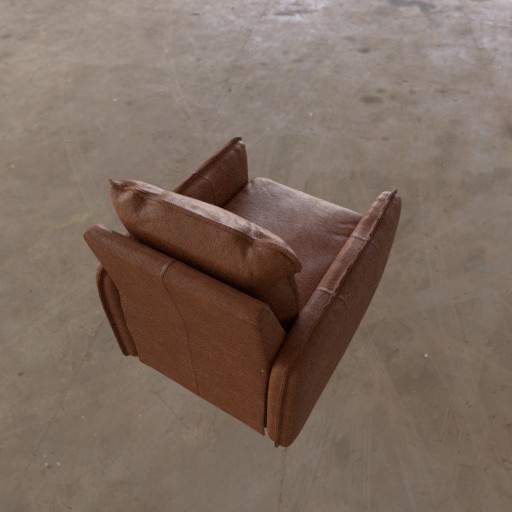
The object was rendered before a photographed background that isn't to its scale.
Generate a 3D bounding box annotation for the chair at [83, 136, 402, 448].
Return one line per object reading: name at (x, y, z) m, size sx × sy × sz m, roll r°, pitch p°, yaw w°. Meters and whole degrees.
chair at (0.000, 0.000, 1.635) m, size 0.830 × 0.922 × 0.922 m, roll 24°, pitch 52°, yaw 21°
